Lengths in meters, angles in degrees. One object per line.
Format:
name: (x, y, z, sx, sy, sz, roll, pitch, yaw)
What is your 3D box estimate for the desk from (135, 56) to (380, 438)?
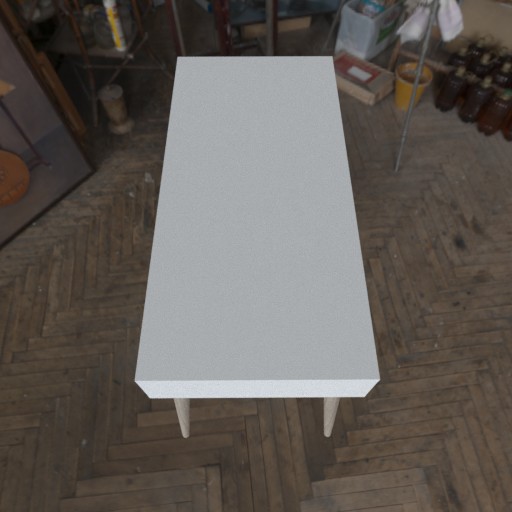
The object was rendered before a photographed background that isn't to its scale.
desk: (0.000, 0.000, 1.407, 0.491, 0.723, 0.979, 0, 59, 0)
